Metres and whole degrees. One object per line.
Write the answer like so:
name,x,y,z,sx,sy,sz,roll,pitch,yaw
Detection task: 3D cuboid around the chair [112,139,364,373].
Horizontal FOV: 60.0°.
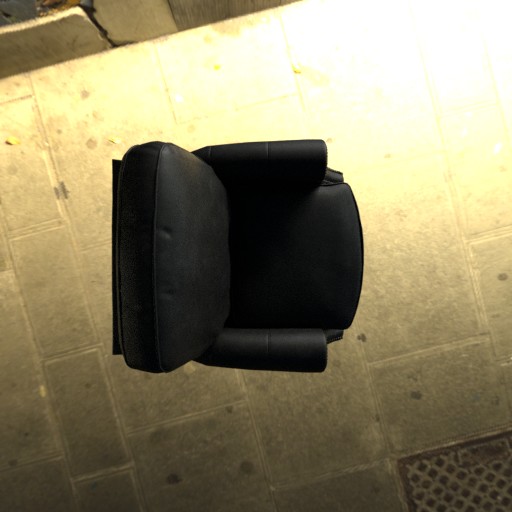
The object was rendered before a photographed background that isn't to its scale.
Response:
chair,0.000,0.000,1.840,0.986,1.018,0.936,0,90,-1
